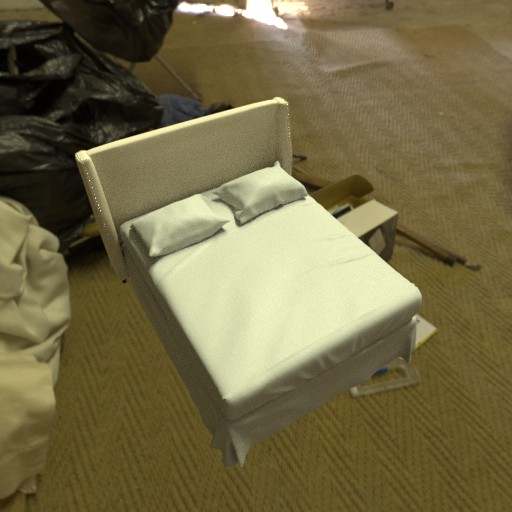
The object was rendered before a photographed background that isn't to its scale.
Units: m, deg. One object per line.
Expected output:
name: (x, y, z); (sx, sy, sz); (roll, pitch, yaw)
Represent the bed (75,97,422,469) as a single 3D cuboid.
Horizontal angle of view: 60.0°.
bed: (0.000, 0.000, 3.516); (1.925, 1.332, 2.276); (-23, 49, -22)
